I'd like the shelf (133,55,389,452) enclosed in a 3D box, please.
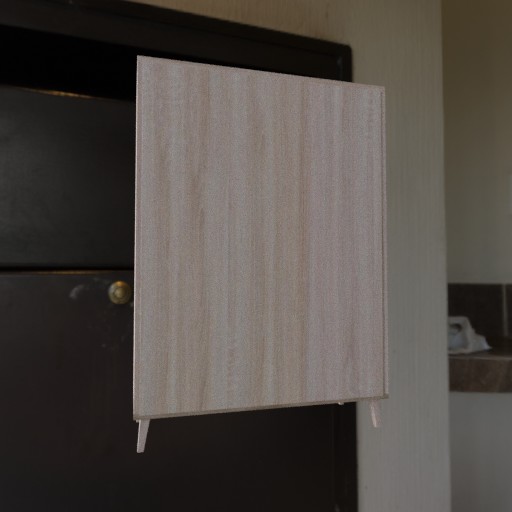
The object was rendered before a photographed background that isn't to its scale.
[{"bbox_3d":[0.000,0.000,1.891,0.995,1.405,0.434,1,-2,-16],"label":"shelf"}]
